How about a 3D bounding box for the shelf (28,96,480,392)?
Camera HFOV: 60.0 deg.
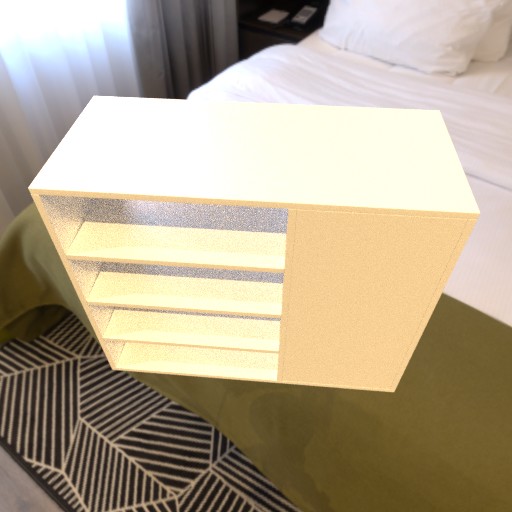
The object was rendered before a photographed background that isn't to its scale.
[{"bbox_3d":[0.000,0.000,1.274,0.895,0.732,0.396,4,46,3],"label":"shelf"}]
